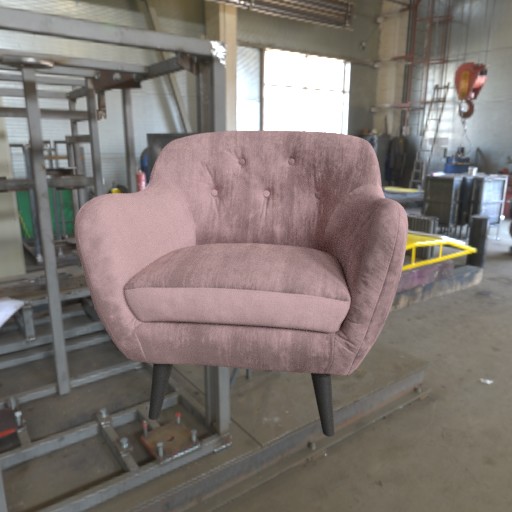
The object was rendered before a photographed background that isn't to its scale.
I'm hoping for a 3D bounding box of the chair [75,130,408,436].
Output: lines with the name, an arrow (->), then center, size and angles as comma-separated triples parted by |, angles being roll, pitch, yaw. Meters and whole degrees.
chair -> 0.000, 0.000, 1.471 | 0.840, 0.820, 0.820 | 2, 15, 8
